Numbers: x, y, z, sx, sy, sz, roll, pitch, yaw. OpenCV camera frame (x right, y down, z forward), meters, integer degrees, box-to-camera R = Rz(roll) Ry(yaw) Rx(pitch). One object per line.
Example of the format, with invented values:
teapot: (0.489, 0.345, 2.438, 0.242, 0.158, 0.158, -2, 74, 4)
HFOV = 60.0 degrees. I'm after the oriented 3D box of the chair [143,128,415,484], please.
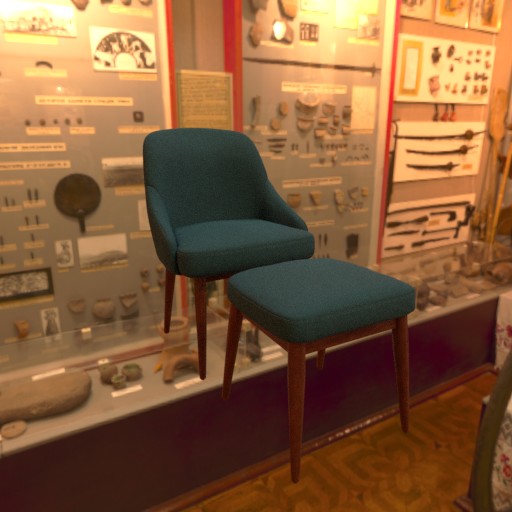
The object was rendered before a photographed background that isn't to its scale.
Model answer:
chair: (0.000, 0.000, 1.555, 0.584, 0.866, 1.114, -9, 18, -28)
